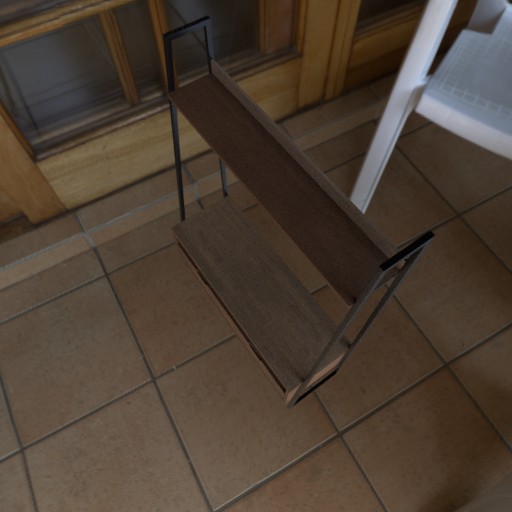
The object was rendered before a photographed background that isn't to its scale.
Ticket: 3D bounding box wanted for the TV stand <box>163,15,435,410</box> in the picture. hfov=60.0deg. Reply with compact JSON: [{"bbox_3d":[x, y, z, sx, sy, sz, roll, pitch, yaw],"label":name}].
[{"bbox_3d":[0.000,0.000,2.265,0.432,1.772,1.250,-32,67,-15],"label":"TV stand"}]
